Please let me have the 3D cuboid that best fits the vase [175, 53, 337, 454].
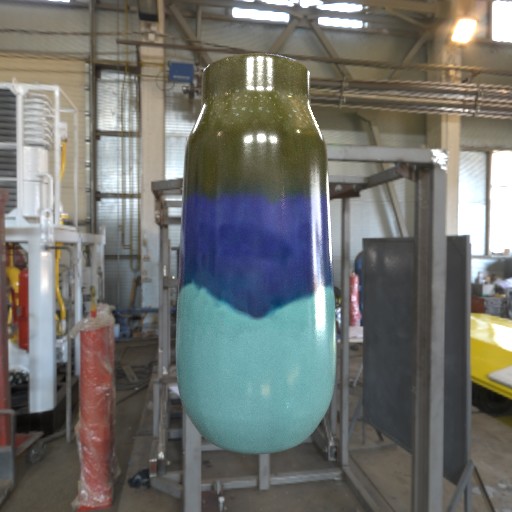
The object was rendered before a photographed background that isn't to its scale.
[{"bbox_3d":[0.000,0.000,0.386,0.139,0.313,0.139,0,1,0],"label":"vase"}]
